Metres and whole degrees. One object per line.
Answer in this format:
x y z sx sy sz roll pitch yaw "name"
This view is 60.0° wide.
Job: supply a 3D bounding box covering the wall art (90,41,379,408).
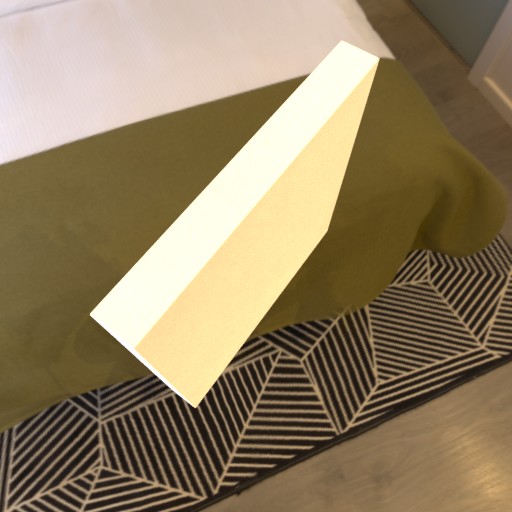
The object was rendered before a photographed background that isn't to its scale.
0.000 0.000 0.464 0.038 0.305 0.305 33 69 15 "wall art"
